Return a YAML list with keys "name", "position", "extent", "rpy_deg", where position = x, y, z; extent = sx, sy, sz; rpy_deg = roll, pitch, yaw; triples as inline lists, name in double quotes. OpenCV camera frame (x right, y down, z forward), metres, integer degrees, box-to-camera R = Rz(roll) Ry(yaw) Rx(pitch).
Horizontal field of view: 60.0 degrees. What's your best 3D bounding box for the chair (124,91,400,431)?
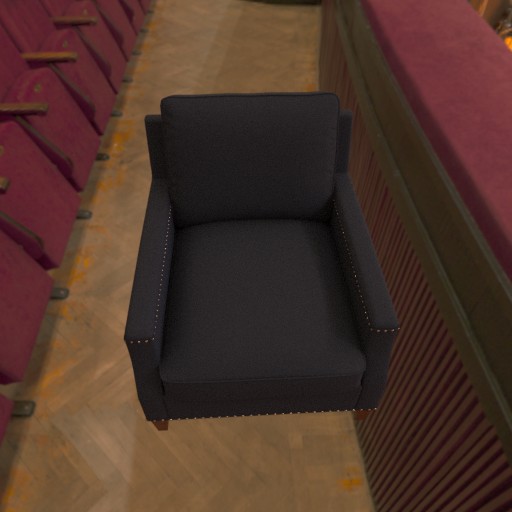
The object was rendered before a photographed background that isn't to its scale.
- name: "chair"
  position: [0.000, 0.000, 1.697]
  extent: [0.853, 0.943, 1.014]
  rpy_deg: [-2, 46, -2]
